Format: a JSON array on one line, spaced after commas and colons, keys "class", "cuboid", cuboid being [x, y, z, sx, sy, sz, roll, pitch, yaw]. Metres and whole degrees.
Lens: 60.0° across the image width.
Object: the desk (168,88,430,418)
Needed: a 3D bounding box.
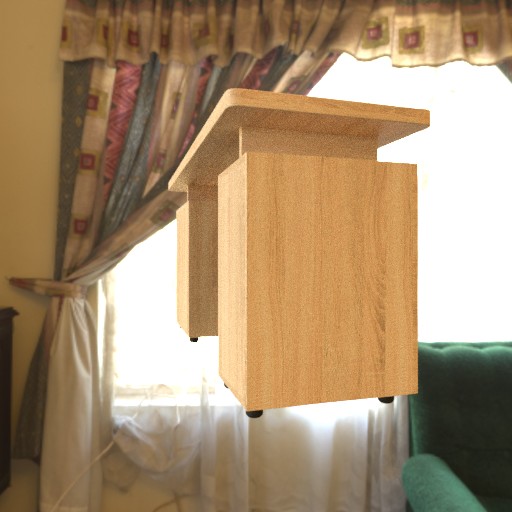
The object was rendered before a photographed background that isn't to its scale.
[{"class": "desk", "cuboid": [0.000, 0.000, 1.742, 0.550, 0.760, 1.400, 0, 0, -17]}]
